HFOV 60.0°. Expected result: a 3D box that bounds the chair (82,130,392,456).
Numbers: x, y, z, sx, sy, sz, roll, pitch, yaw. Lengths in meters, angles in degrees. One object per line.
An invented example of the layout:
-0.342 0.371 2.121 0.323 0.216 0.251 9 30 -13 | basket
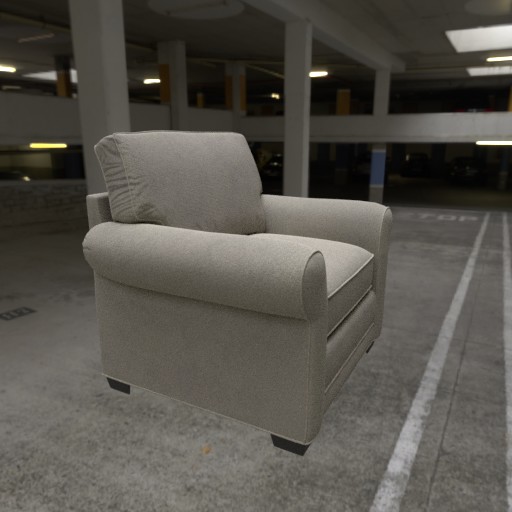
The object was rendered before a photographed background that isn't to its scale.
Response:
0.000 0.000 1.918 0.939 1.044 1.147 8 17 27 | chair
